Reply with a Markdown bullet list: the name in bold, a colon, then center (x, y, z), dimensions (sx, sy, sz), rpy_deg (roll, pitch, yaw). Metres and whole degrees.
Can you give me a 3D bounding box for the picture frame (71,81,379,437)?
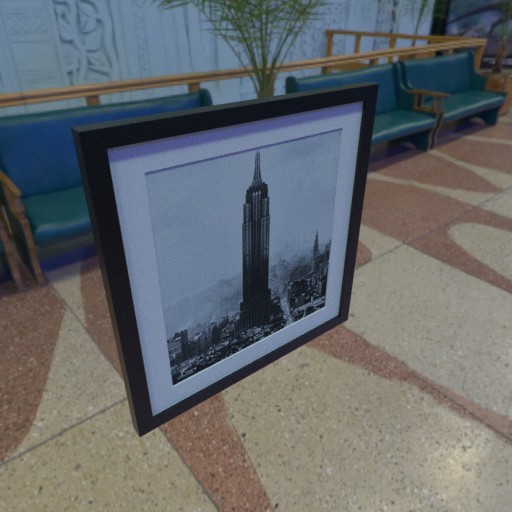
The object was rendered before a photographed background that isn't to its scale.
- **picture frame**: center (0.000, 0.000, 0.828), dimensions (0.559, 0.557, 0.029), rpy_deg (-21, 36, -32)
